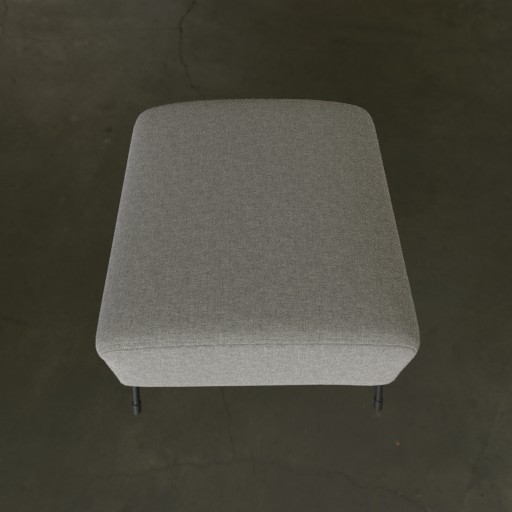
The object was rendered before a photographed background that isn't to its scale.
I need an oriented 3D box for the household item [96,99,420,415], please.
[{"bbox_3d":[0.000,0.000,0.900,0.530,0.410,0.530,-1,59,0],"label":"household item"}]
